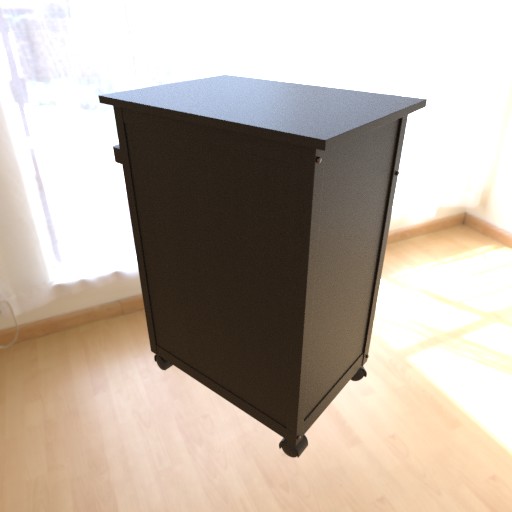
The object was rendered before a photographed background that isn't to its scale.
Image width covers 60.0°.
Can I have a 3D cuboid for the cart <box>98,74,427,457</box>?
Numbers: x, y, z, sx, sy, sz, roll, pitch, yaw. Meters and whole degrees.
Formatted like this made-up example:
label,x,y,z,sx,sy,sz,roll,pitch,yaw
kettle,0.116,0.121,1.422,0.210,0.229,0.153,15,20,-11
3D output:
label,x,y,z,sx,sy,sz,roll,pitch,yaw
cart,0.000,0.000,1.278,0.660,0.879,0.456,22,36,33
